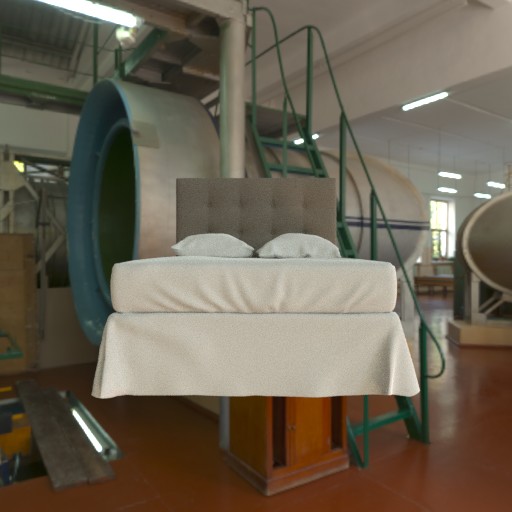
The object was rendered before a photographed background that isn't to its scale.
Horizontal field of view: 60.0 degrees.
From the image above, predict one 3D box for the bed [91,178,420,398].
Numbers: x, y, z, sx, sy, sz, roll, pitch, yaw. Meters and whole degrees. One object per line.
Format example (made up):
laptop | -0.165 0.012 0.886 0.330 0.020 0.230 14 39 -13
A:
bed | 0.000 0.000 3.511 1.936 1.577 2.222 0 0 0
